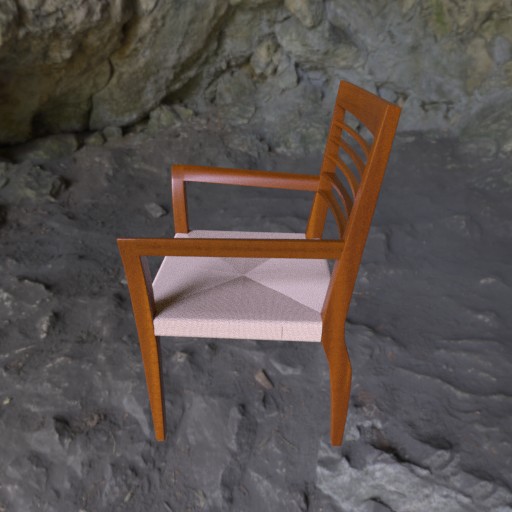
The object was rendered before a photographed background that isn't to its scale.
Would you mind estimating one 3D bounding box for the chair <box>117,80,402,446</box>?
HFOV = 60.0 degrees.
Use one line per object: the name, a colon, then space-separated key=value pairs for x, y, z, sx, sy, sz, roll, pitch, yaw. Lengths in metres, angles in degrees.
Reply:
chair: x=0.000 y=0.000 z=1.209 sx=0.540 sy=0.855 sz=0.587 roll=1 pitch=26 yaw=1
